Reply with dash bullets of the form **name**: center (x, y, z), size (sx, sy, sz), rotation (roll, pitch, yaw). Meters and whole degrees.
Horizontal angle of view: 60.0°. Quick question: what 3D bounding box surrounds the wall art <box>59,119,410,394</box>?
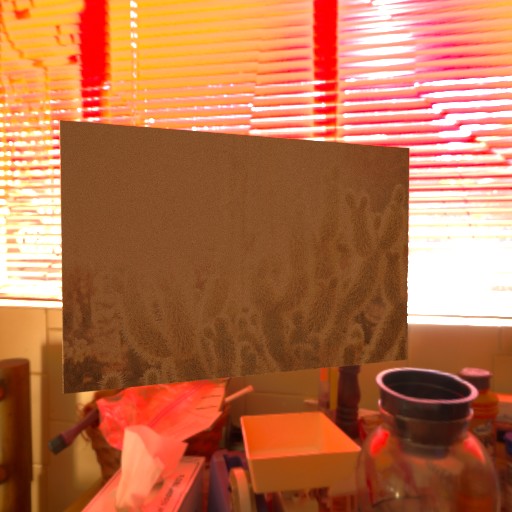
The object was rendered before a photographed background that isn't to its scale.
- **wall art**: center (0.000, 0.000, 1.891), size (1.525, 1.012, 0.038), rotation (-1, 2, -18)
